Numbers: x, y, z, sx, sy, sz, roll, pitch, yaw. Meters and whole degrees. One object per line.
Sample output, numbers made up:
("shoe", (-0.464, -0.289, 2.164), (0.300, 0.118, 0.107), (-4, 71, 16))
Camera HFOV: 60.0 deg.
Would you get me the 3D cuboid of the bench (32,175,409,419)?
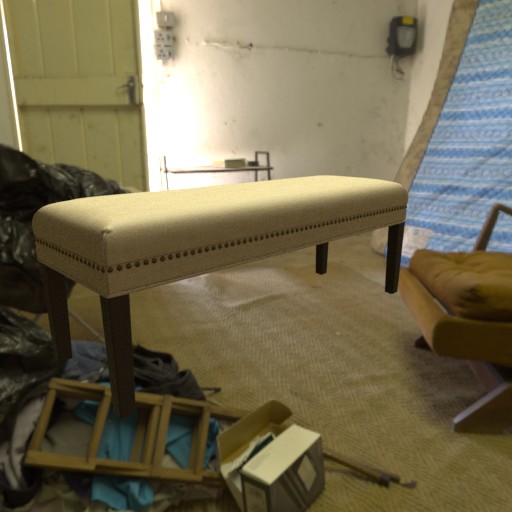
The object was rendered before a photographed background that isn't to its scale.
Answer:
("bench", (0.000, 0.000, 1.451), (1.219, 0.457, 0.410), (-14, 20, -42))
